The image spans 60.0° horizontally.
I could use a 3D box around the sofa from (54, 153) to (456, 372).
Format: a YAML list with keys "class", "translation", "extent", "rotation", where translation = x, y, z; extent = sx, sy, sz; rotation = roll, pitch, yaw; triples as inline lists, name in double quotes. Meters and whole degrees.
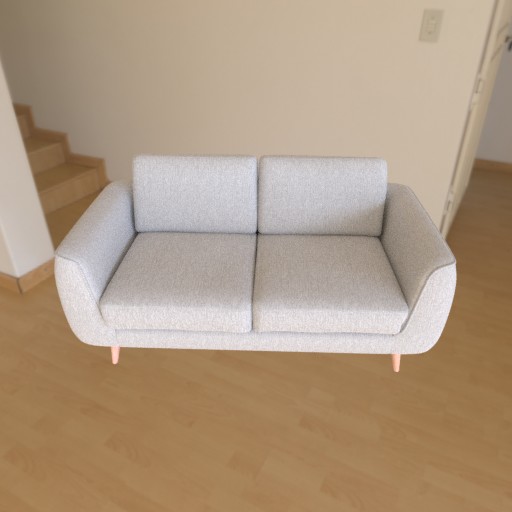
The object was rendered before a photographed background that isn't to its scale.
- class: "sofa"
  translation: [0.000, 0.000, 2.257]
  extent: [1.700, 0.850, 0.920]
  rotation: [1, 32, 2]
